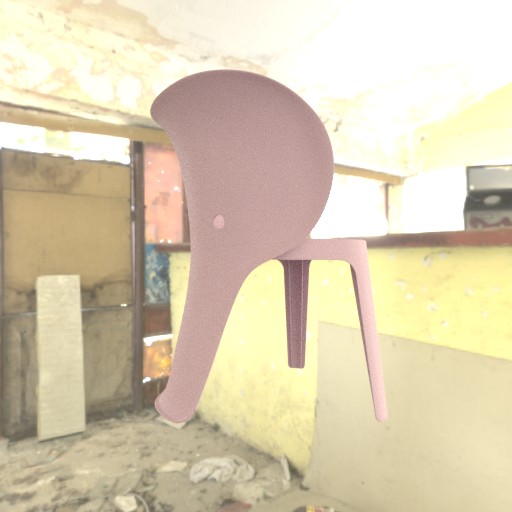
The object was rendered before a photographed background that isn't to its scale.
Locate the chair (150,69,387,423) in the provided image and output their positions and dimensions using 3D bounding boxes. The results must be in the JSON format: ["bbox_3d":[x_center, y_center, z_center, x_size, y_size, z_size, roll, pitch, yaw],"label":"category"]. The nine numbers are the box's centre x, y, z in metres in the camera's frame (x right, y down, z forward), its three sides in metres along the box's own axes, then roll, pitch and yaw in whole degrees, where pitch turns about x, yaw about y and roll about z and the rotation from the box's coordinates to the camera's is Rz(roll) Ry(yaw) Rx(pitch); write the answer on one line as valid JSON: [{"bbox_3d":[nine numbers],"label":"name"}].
[{"bbox_3d":[0.000,0.000,0.867,0.402,0.554,0.451,0,0,-19],"label":"chair"}]
